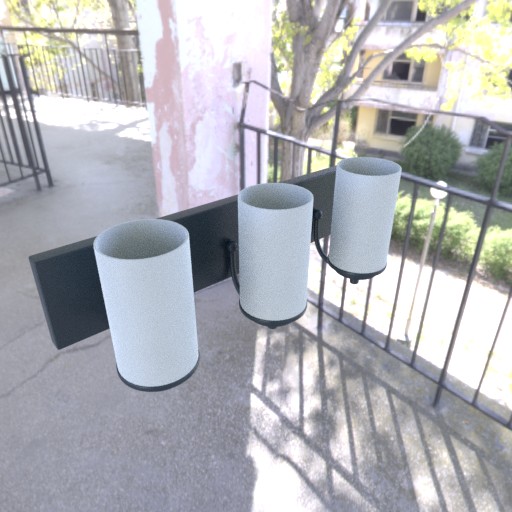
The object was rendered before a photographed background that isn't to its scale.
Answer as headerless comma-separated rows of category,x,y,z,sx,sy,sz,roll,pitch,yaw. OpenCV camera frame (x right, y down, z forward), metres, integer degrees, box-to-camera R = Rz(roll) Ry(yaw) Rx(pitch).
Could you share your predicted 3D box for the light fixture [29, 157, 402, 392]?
light fixture,0.000,0.000,0.528,0.451,0.172,0.145,-22,36,-34
